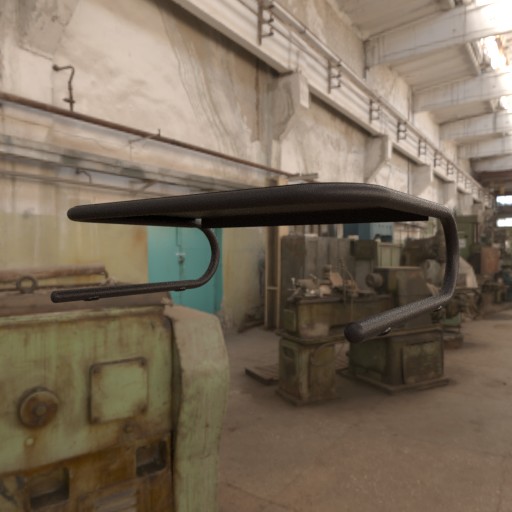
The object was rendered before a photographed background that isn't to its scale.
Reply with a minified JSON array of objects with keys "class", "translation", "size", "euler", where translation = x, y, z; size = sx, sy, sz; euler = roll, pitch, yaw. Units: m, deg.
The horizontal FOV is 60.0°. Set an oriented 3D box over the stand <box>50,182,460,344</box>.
[{"class":"stand","translation":[0.000,0.000,0.498],"size":[0.370,0.108,0.280],"euler":[1,1,36]}]
